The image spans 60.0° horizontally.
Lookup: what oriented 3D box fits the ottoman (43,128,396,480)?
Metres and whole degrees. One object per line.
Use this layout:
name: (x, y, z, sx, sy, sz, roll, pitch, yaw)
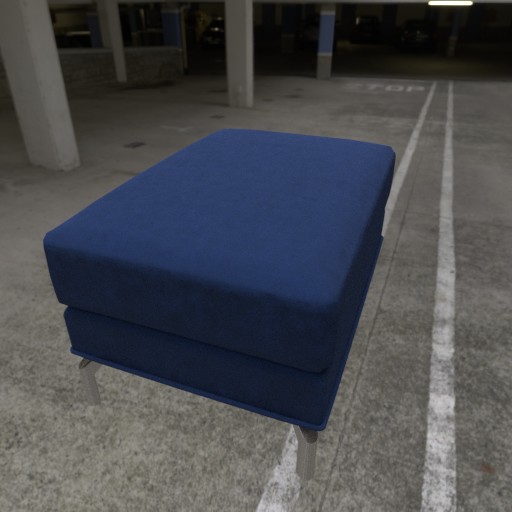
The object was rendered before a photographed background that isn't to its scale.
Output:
ottoman: (0.000, 0.000, 1.177, 0.587, 0.498, 0.835, 11, 32, 18)
